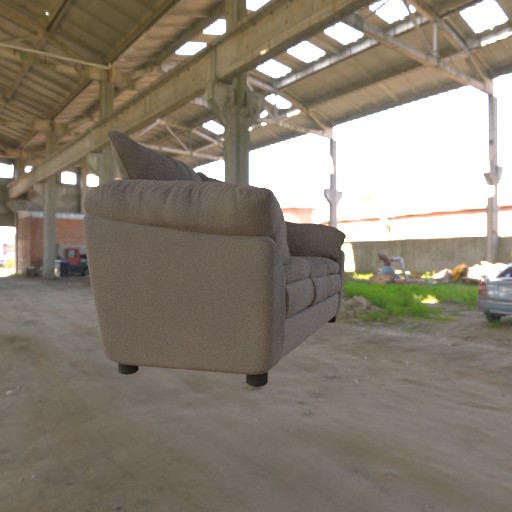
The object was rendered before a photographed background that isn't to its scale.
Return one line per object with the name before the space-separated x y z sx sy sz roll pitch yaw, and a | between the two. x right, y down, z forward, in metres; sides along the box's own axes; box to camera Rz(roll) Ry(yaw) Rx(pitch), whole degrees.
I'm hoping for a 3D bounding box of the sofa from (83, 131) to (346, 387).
sofa | 0.000 0.000 2.826 0.878 1.073 2.336 0 -1 18
